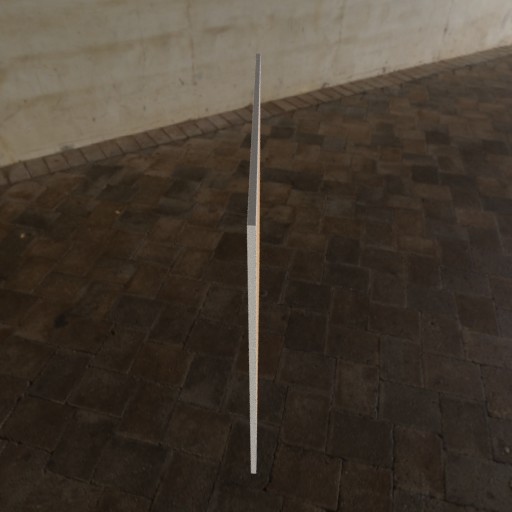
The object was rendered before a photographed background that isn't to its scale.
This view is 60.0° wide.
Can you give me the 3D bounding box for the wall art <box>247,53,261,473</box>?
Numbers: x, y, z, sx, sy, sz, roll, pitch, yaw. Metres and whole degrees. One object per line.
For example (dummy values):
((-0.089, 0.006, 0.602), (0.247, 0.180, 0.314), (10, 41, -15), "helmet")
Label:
((0.000, 0.000, 1.211), (0.013, 0.813, 0.812), (1, 41, 1), "wall art")
